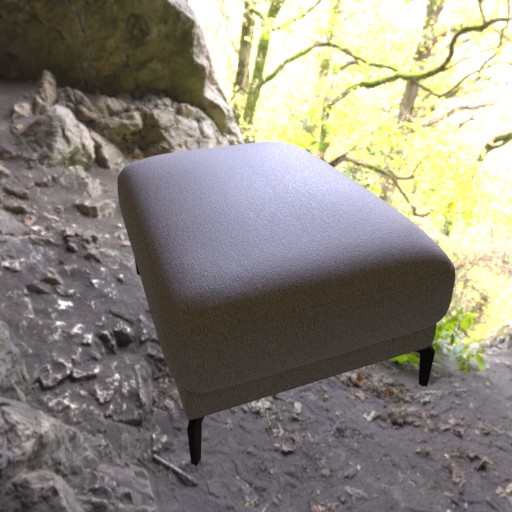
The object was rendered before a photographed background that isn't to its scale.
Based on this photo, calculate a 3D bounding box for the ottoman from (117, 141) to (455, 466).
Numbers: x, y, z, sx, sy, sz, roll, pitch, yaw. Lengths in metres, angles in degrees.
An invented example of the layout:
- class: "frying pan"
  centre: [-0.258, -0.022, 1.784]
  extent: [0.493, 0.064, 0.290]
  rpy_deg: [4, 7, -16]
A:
- class: "ottoman"
  centre: [0.000, 0.000, 1.087]
  extent: [0.568, 0.420, 0.772]
  rpy_deg: [-11, 33, -18]
